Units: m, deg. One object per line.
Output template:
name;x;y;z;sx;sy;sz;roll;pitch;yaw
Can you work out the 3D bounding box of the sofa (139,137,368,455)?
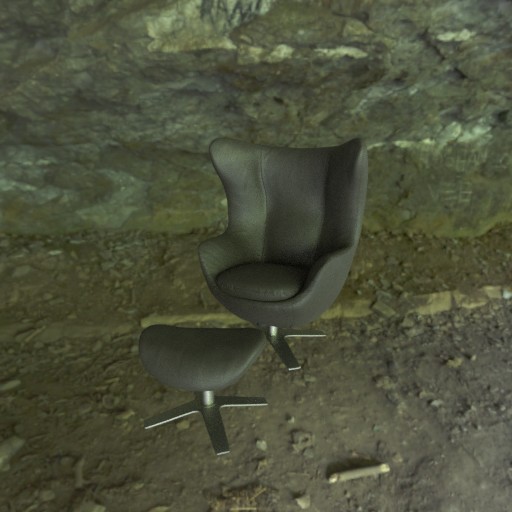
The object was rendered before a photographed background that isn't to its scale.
sofa;0.000;0.000;2.204;0.894;1.135;1.444;7;17;26
